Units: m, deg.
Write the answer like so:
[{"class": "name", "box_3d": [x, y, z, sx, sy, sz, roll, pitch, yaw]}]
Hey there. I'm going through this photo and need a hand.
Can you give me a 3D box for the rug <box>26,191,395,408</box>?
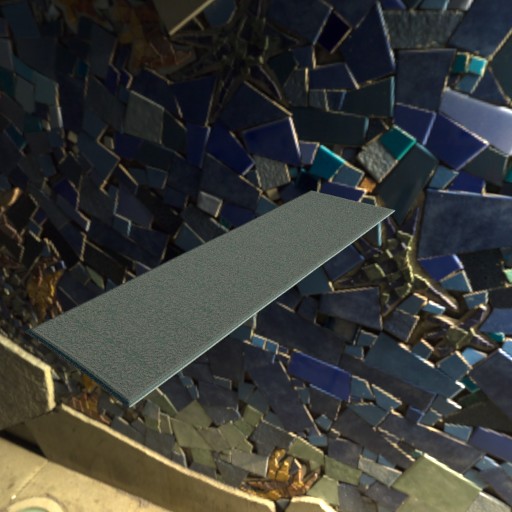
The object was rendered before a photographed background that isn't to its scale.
[{"class": "rug", "box_3d": [0.000, 0.000, 2.385, 0.662, 0.011, 2.196, 20, 33, 33]}]
